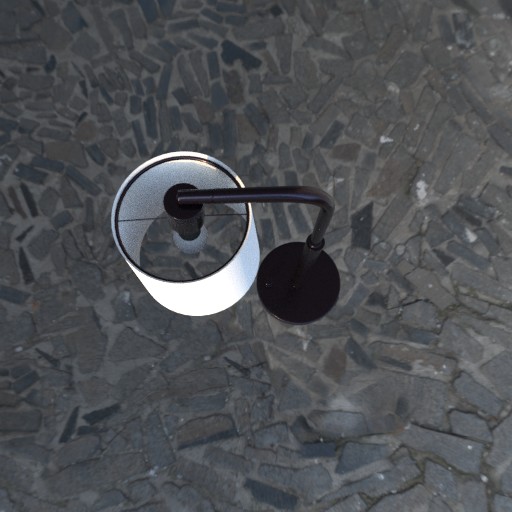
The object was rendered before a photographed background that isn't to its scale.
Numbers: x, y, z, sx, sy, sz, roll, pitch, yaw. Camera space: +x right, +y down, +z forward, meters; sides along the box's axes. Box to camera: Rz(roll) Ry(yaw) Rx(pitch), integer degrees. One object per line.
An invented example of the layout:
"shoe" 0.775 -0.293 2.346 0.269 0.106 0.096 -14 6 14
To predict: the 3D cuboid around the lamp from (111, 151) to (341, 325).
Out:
"lamp" 0.000 0.000 0.652 0.333 0.489 0.171 -3 75 -1
